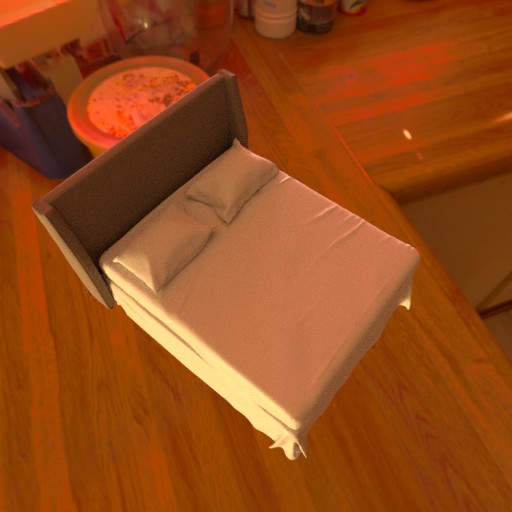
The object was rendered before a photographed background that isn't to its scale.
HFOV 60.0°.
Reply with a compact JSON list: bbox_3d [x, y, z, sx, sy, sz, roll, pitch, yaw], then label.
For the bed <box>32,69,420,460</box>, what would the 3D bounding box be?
[{"bbox_3d":[0.000,0.000,3.436,2.276,1.332,1.925,35,63,20],"label":"bed"}]
